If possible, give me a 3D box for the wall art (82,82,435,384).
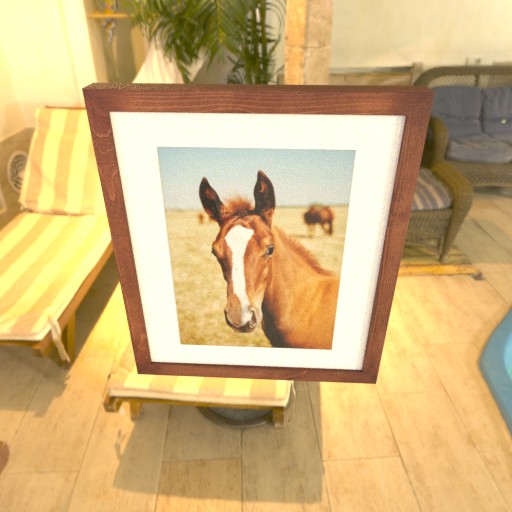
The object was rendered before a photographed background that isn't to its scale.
[{"bbox_3d":[0.000,0.000,0.526,0.330,0.381,0.030,2,32,3],"label":"wall art"}]
